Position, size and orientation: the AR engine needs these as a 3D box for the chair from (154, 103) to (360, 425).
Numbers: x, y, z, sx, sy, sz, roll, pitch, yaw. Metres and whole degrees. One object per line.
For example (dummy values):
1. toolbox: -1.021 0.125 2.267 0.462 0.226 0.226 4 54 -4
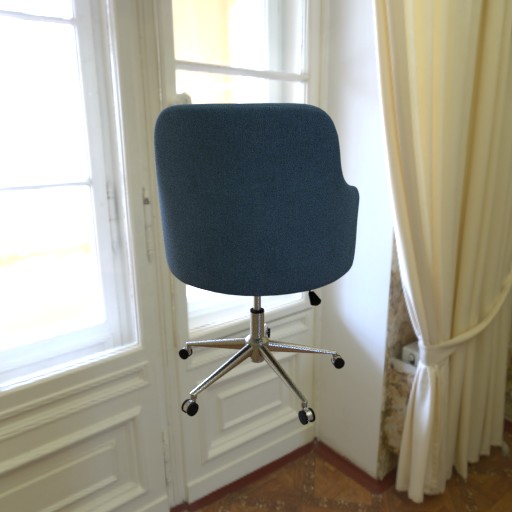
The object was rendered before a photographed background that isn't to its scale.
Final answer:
1. chair: 0.000 0.000 1.311 0.599 0.820 0.655 2 15 7
